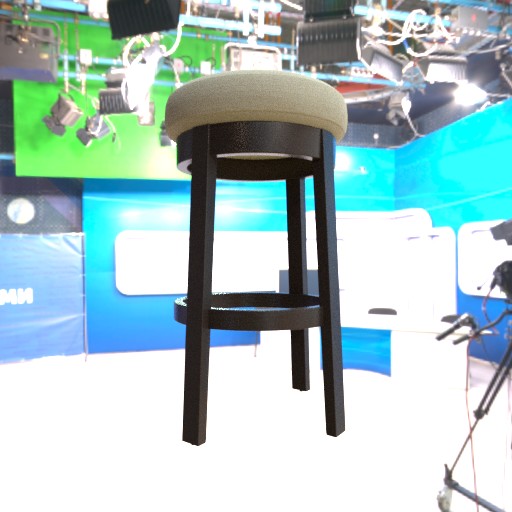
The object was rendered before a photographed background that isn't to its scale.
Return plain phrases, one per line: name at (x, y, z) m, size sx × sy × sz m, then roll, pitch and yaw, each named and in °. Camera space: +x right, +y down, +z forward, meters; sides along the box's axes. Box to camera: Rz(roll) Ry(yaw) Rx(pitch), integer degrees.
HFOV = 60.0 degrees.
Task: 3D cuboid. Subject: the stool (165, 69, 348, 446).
stool at (0.000, 0.000, 1.062) m, size 0.446 × 0.758 × 0.446 m, roll 0°, pitch 1°, yaw 0°
